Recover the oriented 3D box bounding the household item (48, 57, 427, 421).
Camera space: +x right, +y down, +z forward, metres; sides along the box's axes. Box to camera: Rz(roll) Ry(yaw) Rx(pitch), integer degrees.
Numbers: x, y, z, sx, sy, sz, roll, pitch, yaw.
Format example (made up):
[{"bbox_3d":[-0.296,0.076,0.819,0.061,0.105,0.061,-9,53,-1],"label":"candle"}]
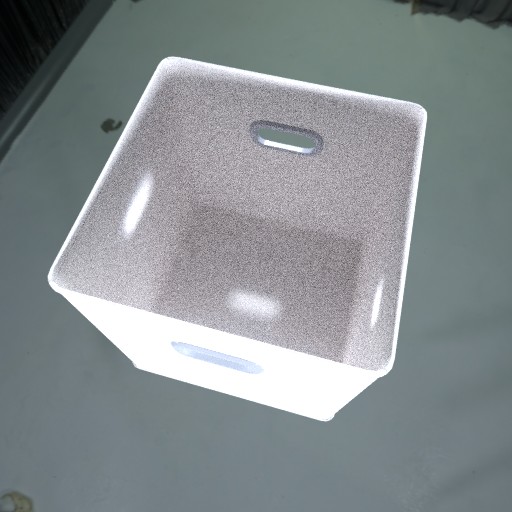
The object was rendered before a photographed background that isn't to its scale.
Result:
[{"bbox_3d":[0.000,0.000,0.565,0.305,0.305,0.305,14,64,7],"label":"household item"}]
